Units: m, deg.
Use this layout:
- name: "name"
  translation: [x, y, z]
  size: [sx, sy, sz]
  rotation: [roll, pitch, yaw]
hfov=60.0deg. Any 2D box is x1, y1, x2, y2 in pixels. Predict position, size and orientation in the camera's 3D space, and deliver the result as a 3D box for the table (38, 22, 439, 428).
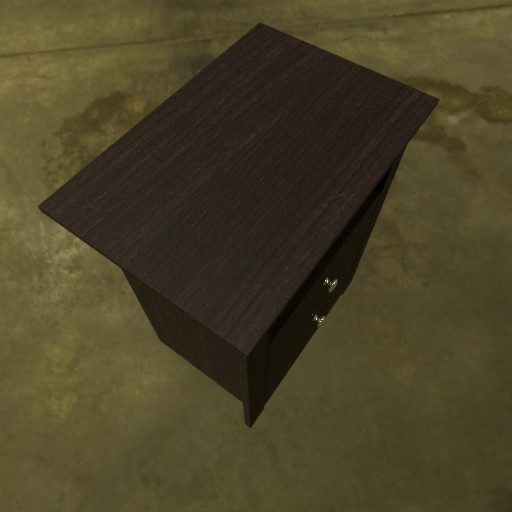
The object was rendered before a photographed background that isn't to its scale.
- name: "table"
  translation: [0.000, 0.000, 1.052]
  size: [0.406, 0.711, 0.591]
  rotation: [32, 64, 17]
